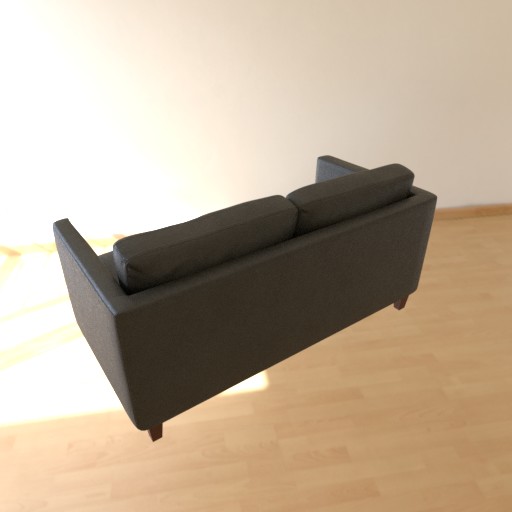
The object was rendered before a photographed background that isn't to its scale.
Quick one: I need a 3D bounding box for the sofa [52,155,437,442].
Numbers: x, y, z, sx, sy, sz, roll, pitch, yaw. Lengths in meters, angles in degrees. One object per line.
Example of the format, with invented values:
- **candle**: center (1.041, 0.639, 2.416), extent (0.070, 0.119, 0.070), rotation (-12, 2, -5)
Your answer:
- **sofa**: center (0.000, 0.000, 2.484), extent (1.883, 0.933, 0.951), rotation (-20, 36, -30)
